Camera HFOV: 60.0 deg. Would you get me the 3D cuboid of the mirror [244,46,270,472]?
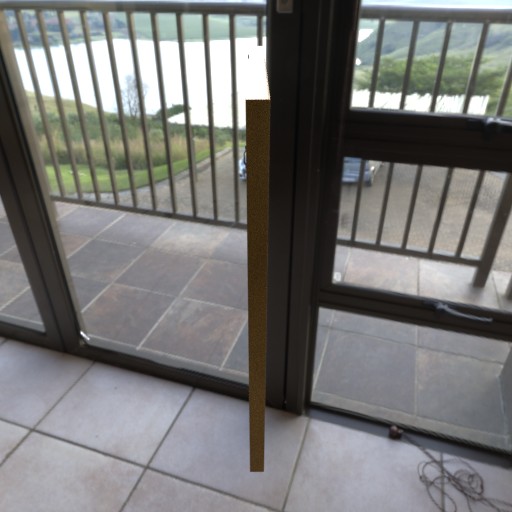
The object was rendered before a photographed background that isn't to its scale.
[{"bbox_3d":[0.000,0.000,1.144,0.040,0.915,0.609,0,32,0],"label":"mirror"}]
